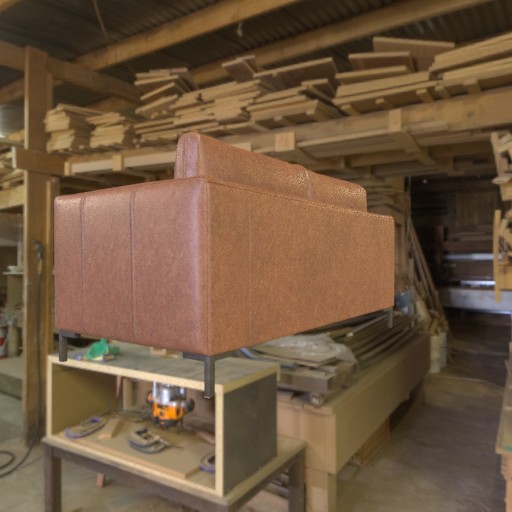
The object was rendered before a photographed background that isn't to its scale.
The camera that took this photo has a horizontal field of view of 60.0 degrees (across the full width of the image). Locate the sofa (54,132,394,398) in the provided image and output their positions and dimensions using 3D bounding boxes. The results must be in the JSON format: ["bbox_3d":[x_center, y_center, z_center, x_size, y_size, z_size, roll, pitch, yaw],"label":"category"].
[{"bbox_3d":[0.000,0.000,2.312,0.899,0.883,1.797,0,0,35],"label":"sofa"}]
